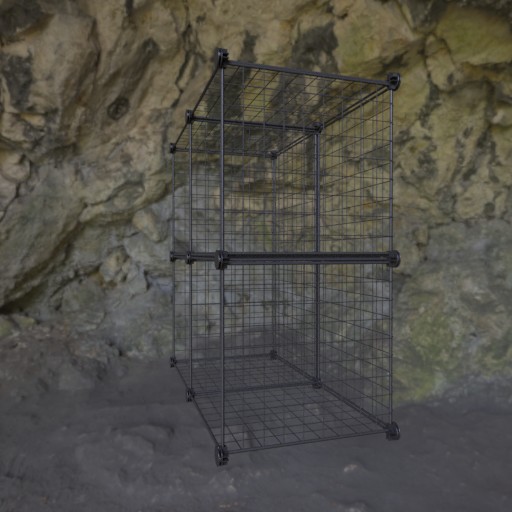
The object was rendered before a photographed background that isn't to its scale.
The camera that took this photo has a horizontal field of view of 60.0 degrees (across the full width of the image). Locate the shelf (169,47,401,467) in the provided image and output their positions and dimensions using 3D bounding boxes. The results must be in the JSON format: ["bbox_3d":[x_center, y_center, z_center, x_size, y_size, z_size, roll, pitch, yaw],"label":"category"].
[{"bbox_3d":[0.000,0.000,1.131,0.356,0.711,0.711,0,0,-18],"label":"shelf"}]
